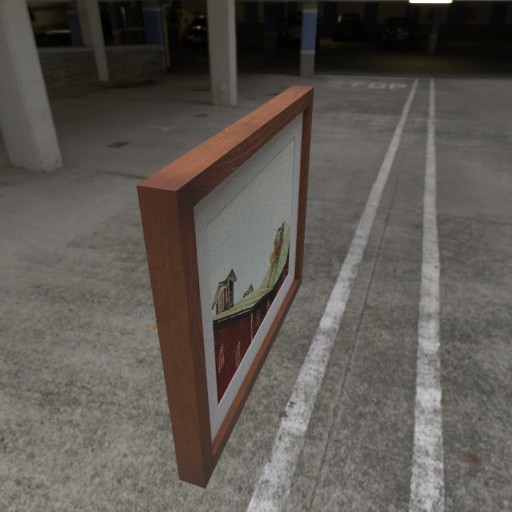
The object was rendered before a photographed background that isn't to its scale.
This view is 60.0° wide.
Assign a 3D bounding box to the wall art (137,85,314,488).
[{"bbox_3d":[0.000,0.000,0.540,0.030,0.328,0.401,10,32,17],"label":"wall art"}]
